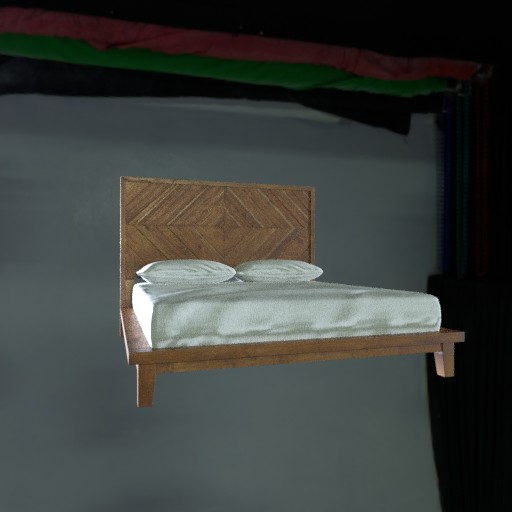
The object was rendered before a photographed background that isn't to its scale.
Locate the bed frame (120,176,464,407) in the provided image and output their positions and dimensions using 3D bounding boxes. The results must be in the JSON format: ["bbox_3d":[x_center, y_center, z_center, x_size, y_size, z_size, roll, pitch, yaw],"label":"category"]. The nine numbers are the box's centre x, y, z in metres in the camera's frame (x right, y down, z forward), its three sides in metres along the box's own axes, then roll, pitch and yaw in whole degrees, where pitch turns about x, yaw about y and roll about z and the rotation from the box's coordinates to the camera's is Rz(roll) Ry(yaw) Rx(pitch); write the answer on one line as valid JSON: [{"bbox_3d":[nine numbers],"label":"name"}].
[{"bbox_3d":[0.000,0.000,3.543,2.038,1.537,2.235,0,0,-18],"label":"bed frame"}]
